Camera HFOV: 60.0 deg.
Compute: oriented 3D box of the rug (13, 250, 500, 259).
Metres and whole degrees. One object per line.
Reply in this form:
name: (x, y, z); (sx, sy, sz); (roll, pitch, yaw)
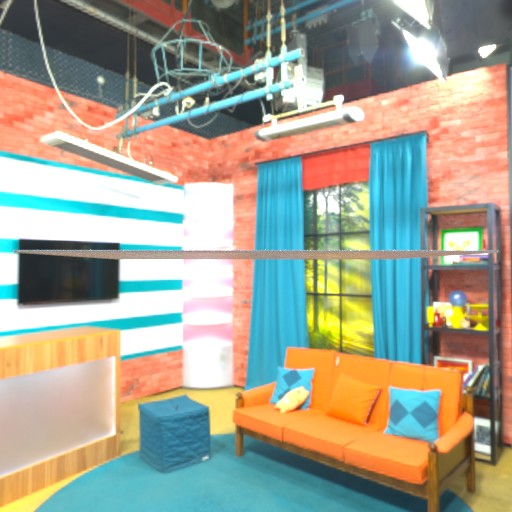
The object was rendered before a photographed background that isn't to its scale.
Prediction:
rug: (0.000, 0.000, 2.798); (2.232, 0.011, 1.555); (0, -2, -1)
